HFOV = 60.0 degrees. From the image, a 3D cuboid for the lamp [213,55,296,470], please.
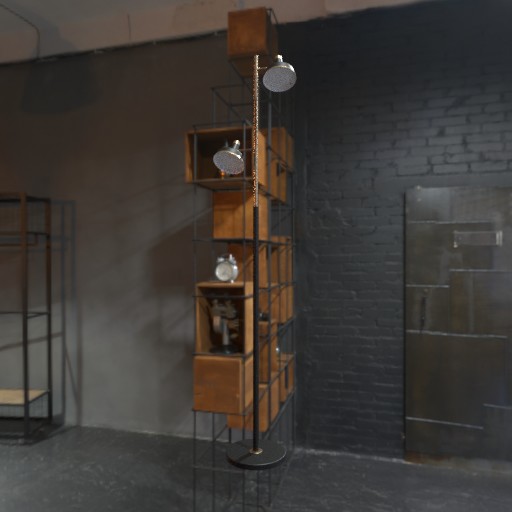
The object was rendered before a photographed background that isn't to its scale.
[{"bbox_3d":[0.000,0.000,1.856,0.351,1.674,0.253,0,0,17],"label":"lamp"}]
